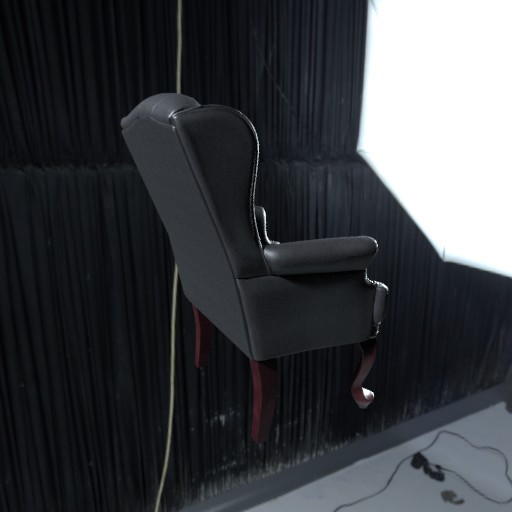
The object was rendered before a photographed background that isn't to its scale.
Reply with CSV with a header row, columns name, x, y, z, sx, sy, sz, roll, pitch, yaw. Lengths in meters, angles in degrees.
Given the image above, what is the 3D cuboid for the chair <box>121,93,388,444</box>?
name,x,y,z,sx,sy,sz,roll,pitch,yaw
chair,0.000,0.000,1.681,0.822,1.133,0.831,-8,17,-26
